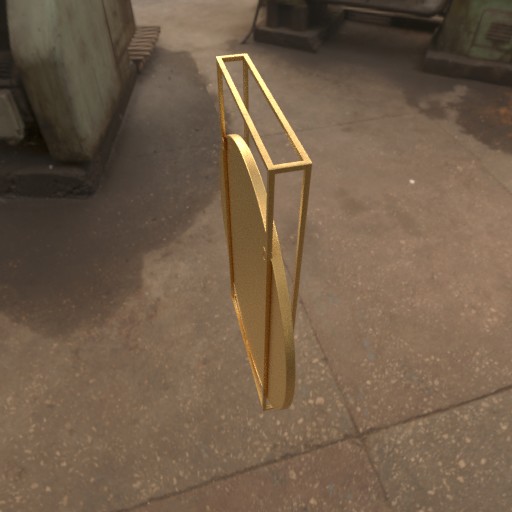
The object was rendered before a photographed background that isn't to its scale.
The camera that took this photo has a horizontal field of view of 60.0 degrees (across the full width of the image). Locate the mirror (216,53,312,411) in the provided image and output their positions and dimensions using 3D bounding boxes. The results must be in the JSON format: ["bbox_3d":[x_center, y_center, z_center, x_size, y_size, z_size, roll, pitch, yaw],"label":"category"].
[{"bbox_3d":[0.000,0.000,0.815,0.051,0.603,0.508,-10,47,-10],"label":"mirror"}]
